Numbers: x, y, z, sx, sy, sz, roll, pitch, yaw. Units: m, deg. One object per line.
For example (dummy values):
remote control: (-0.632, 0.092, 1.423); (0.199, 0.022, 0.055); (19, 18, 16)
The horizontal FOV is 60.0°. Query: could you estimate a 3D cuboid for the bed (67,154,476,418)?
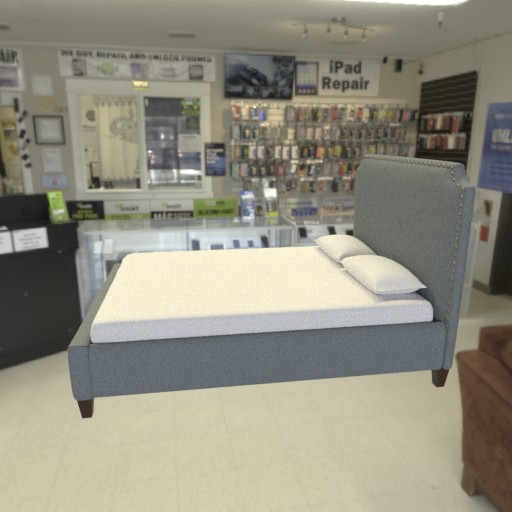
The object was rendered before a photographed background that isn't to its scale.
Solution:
bed: (0.000, 0.000, 3.343); (2.372, 1.443, 1.712); (-2, 15, -8)
